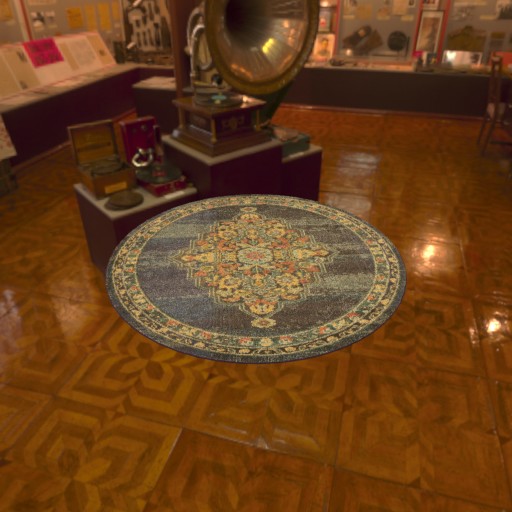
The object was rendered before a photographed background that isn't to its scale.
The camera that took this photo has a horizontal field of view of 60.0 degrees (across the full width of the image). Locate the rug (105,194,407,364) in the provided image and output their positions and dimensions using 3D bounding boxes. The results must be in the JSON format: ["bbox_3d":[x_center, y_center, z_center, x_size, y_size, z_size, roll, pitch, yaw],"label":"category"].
[{"bbox_3d":[0.000,0.000,2.432,1.591,0.010,1.591,0,33,0],"label":"rug"}]
